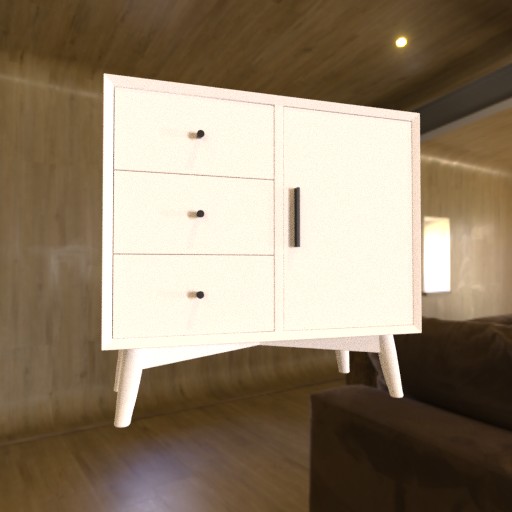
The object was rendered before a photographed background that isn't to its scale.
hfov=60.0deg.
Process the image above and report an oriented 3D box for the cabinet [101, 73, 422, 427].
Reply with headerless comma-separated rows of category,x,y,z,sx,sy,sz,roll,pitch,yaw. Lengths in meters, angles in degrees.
cabinet,0.000,0.000,1.232,0.800,0.761,0.398,0,-1,-18
